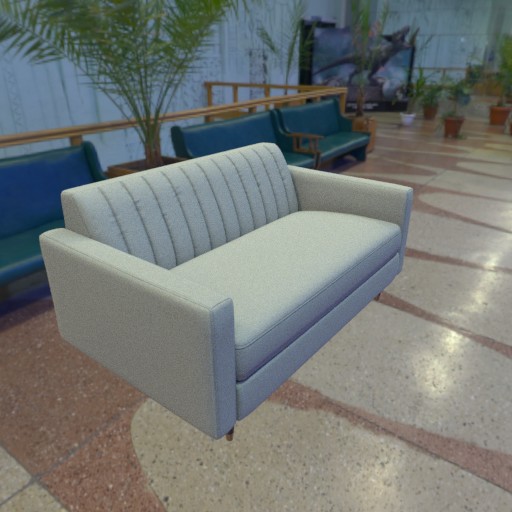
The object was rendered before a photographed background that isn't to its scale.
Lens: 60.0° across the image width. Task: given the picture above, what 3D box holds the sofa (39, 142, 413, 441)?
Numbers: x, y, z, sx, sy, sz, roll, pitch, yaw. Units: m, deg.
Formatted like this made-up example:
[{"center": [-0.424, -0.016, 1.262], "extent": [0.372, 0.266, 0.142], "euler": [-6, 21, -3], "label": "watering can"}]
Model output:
[{"center": [0.000, 0.000, 2.137], "extent": [0.950, 0.801, 1.585], "euler": [18, 30, 34], "label": "sofa"}]
